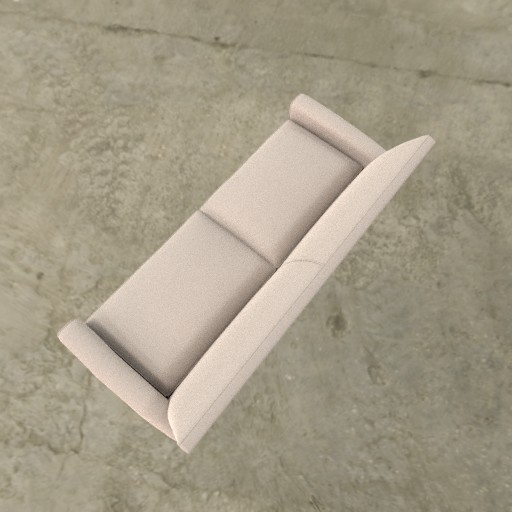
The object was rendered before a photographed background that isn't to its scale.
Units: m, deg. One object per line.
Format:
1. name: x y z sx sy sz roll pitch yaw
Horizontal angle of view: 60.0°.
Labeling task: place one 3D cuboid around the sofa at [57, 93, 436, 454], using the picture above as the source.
1. sofa: 0.000 0.000 2.468 0.875 0.846 2.000 36 70 15
